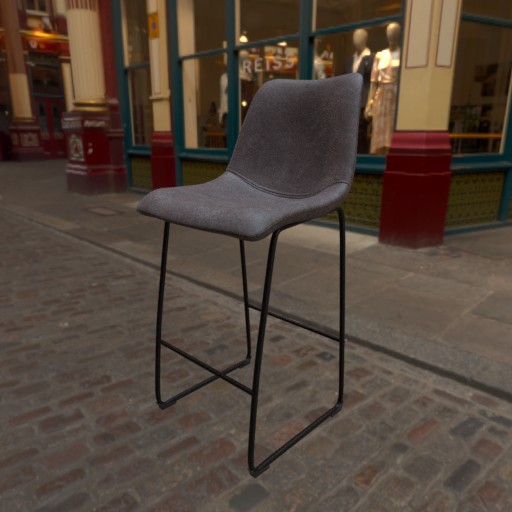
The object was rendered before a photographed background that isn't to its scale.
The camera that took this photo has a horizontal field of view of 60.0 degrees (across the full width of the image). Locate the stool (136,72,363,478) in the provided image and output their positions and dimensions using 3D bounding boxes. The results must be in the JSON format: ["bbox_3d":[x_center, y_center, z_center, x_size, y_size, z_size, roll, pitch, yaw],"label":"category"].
[{"bbox_3d":[0.000,0.000,1.386,0.514,1.082,0.561,15,23,42],"label":"stool"}]
